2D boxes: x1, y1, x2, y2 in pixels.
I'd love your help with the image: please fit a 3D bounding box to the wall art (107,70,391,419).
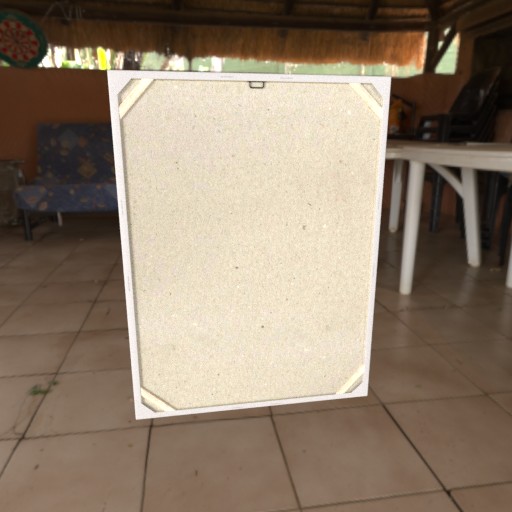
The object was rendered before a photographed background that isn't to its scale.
[{"bbox_3d":[0.000,0.000,1.584,0.914,1.212,0.038,-3,15,-10],"label":"wall art"}]
